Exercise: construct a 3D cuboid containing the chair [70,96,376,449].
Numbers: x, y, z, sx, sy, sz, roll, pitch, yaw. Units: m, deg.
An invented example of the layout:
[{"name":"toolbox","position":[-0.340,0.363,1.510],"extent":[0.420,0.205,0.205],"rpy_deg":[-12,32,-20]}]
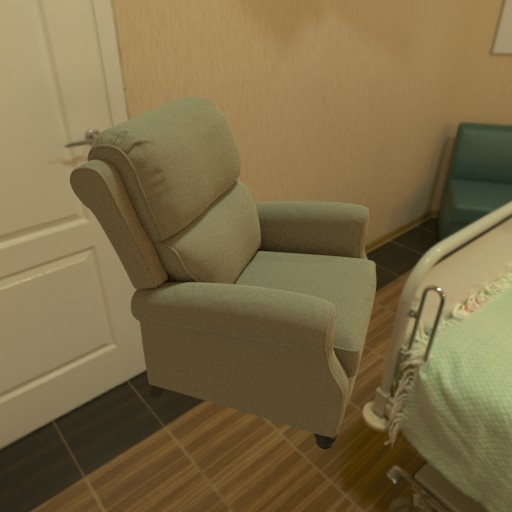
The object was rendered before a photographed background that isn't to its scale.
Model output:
[{"name":"chair","position":[0.000,0.000,1.716],"extent":[0.919,1.046,0.859],"rpy_deg":[11,33,17]}]
